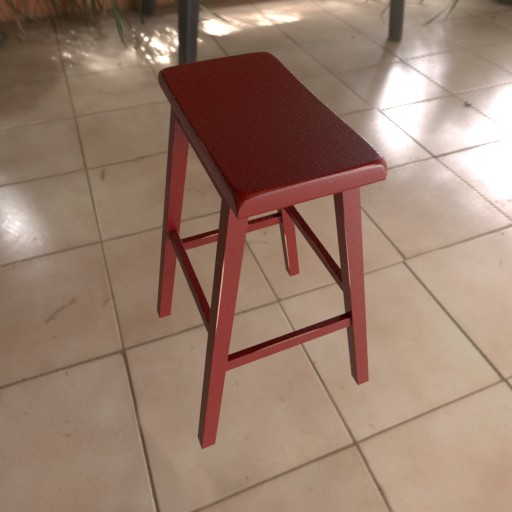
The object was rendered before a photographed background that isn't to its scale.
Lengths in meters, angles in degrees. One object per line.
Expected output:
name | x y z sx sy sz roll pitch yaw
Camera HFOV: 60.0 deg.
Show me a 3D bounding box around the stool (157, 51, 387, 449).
stool | 0.000 0.000 1.026 0.476 0.737 0.457 -17 48 -15
